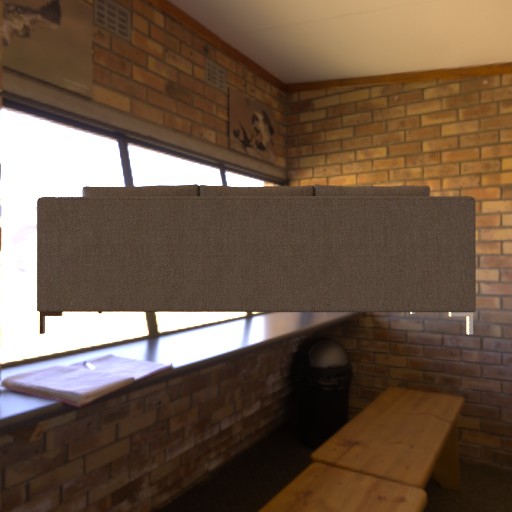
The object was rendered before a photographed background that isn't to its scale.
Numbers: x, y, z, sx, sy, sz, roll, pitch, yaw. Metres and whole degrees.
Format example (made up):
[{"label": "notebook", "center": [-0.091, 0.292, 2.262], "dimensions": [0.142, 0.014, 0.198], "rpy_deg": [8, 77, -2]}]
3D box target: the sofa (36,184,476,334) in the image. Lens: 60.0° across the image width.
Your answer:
[{"label": "sofa", "center": [0.000, 0.000, 2.908], "dimensions": [2.415, 0.867, 0.969], "rpy_deg": [0, 0, 0]}]
